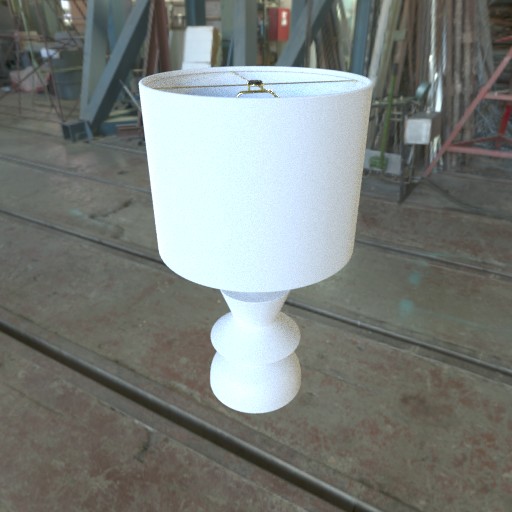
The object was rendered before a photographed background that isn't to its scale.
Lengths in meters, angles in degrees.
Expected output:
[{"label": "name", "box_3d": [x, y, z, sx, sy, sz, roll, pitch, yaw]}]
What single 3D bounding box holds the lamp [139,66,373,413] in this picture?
[{"label": "lamp", "box_3d": [0.000, 0.000, 0.712, 0.301, 0.533, 0.301, -8, 30, -13]}]
